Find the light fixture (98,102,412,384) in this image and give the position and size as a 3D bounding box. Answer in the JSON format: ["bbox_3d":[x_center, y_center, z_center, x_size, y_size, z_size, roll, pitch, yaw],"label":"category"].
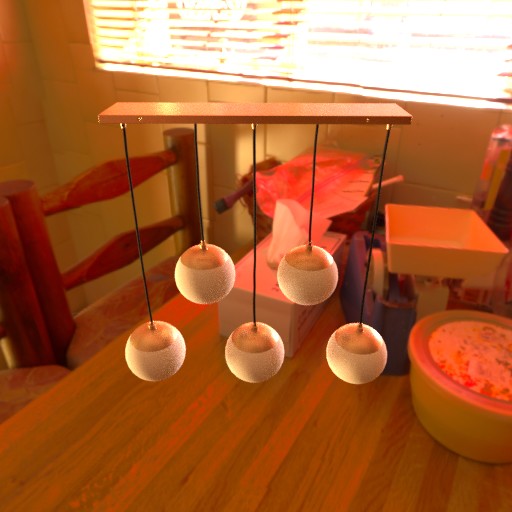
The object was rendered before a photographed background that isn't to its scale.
[{"bbox_3d":[0.000,0.000,1.355,0.863,0.869,0.299,1,29,1],"label":"light fixture"}]
